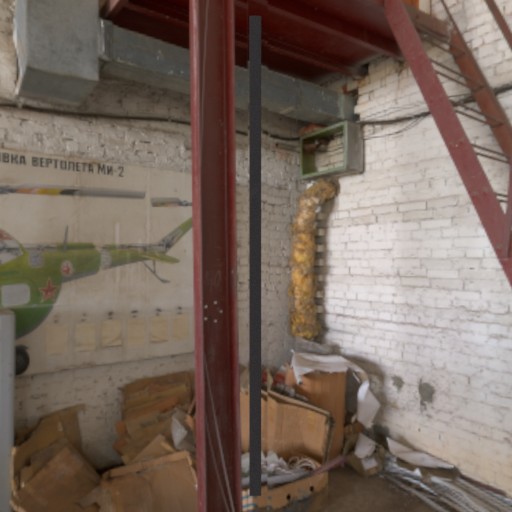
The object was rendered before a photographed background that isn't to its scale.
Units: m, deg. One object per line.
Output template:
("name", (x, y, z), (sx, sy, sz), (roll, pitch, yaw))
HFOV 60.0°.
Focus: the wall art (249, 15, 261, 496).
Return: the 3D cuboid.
("wall art", (0.000, 0.000, 0.683), (0.013, 0.534, 0.380), (0, 0, 0))
